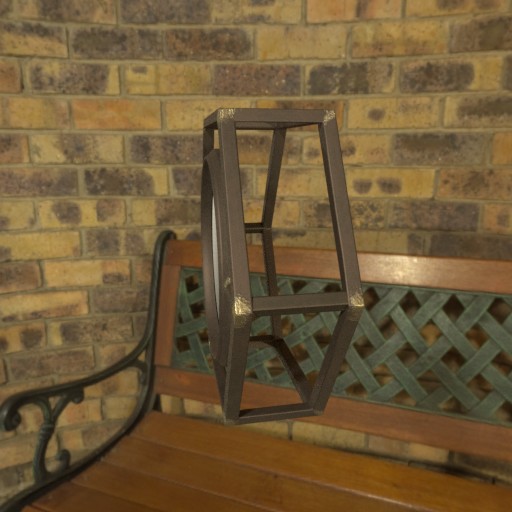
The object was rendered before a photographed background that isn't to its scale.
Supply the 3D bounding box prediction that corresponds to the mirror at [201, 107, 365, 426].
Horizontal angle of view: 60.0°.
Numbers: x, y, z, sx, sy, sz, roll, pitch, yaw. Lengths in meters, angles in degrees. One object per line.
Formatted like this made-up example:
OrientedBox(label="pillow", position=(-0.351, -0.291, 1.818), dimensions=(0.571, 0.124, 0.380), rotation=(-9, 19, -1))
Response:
OrientedBox(label="mirror", position=(0.000, 0.000, 0.551), dimensions=(0.119, 0.334, 0.380), rotation=(-3, 14, -11))
